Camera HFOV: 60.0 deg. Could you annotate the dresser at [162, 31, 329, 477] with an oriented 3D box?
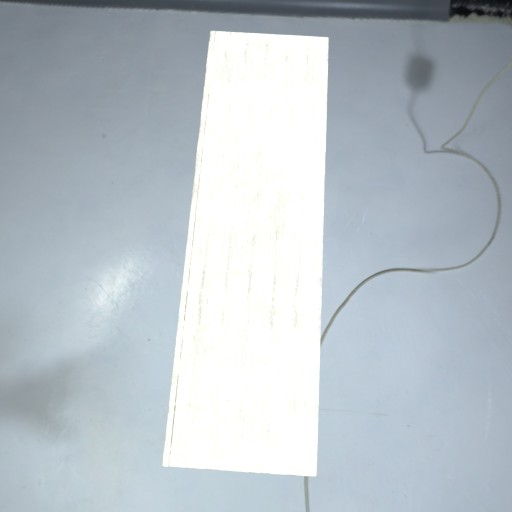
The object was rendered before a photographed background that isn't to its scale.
[{"bbox_3d":[0.000,0.000,2.014,0.483,0.889,1.628,4,75,1],"label":"dresser"}]
